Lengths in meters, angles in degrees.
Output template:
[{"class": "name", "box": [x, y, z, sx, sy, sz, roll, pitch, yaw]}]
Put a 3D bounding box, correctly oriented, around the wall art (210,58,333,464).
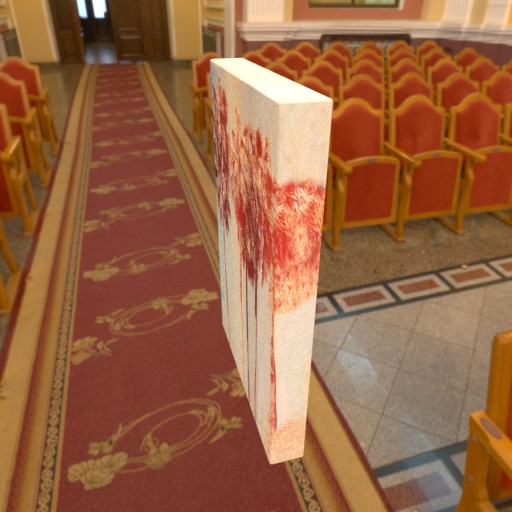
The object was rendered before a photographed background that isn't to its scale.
[{"class": "wall art", "box": [0.000, 0.000, 0.495, 0.039, 0.380, 0.251, -8, 31, -13]}]
